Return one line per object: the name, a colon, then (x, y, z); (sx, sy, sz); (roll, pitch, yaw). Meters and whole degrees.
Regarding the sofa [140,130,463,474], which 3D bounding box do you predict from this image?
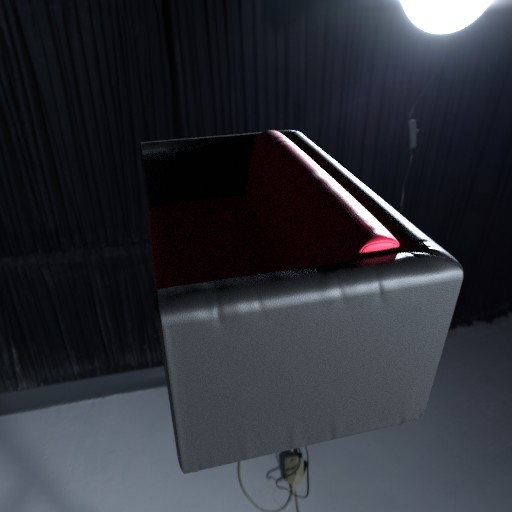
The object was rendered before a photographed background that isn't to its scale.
sofa: (0.000, 0.000, 1.854); (0.845, 0.735, 1.410); (-8, 32, -12)
